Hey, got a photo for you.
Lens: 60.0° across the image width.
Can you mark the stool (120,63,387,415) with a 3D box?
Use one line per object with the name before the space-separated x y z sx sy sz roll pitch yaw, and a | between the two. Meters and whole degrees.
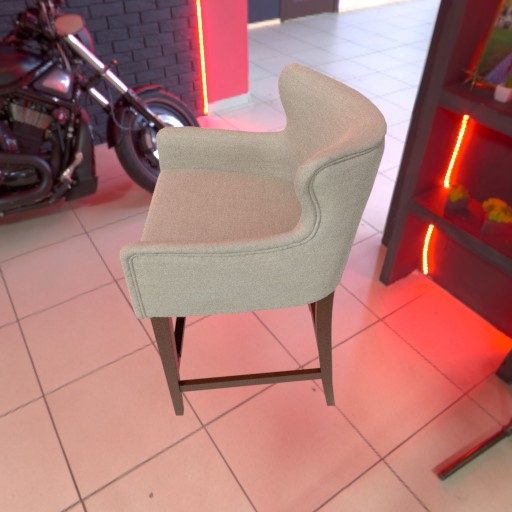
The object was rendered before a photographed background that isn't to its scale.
stool | 0.000 0.000 1.395 0.637 0.987 0.615 -1 42 -1
